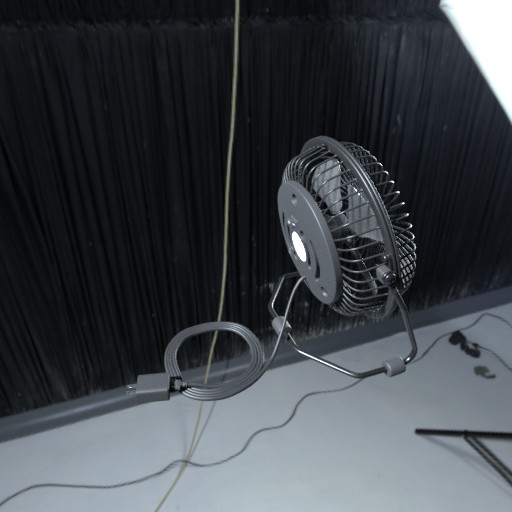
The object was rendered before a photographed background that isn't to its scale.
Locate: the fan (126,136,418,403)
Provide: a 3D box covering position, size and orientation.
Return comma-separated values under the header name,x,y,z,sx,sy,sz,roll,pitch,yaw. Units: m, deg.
name,x,y,z,sx,sy,sz,roll,pitch,yaw
fan,0.000,0.000,0.308,0.202,0.152,0.153,-11,33,-17
